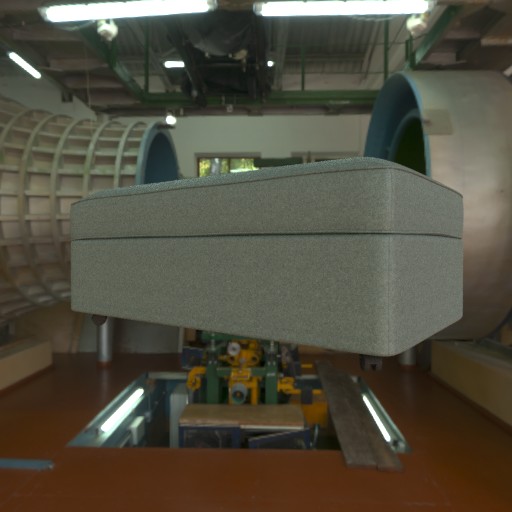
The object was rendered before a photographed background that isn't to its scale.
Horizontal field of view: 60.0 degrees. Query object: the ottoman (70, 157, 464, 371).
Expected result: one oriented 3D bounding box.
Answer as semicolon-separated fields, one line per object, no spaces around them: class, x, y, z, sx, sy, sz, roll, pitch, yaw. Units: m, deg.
ottoman;0.000;0.000;1.490;1.173;0.494;0.681;1;1;36
